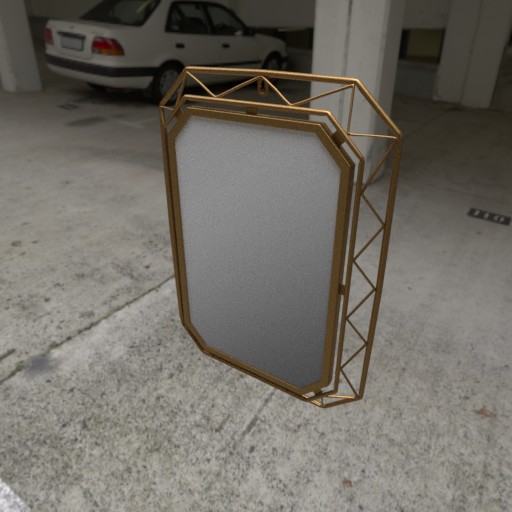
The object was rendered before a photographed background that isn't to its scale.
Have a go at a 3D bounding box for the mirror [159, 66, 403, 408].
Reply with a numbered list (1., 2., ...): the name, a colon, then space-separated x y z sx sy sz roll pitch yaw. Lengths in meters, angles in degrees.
1. mirror: 0.000 0.000 0.730 0.417 0.566 0.042 17 33 29
